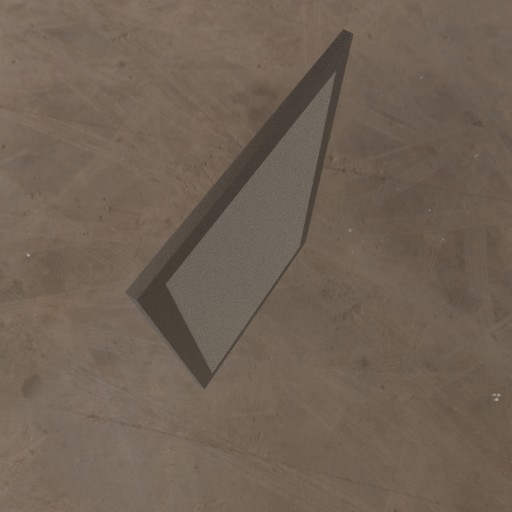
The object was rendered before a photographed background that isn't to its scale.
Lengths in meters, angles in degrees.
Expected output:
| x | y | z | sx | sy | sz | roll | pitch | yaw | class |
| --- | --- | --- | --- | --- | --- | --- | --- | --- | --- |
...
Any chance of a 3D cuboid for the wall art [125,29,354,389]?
| x | y | z | sx | sy | sz | roll | pitch | yaw | class |
| --- | --- | --- | --- | --- | --- | --- | --- | --- | --- |
| 0.000 | 0.000 | 0.673 | 0.013 | 0.529 | 0.376 | 31 | 69 | 13 | wall art |
